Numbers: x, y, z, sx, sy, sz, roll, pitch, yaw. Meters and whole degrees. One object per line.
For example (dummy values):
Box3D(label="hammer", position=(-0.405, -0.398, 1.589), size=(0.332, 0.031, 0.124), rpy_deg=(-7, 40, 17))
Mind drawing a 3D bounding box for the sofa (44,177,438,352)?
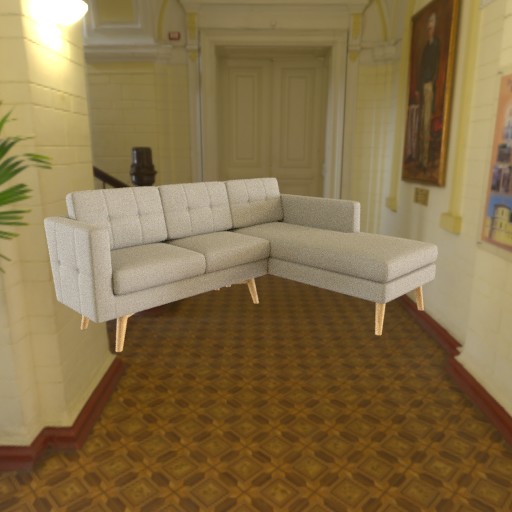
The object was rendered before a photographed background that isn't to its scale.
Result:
Box3D(label="sofa", position=(0.000, 0.000, 2.847), size=(1.530, 0.860, 2.040), rpy_deg=(13, 19, 43))
